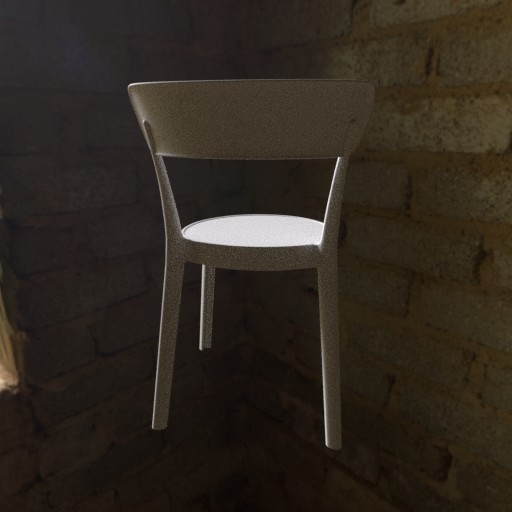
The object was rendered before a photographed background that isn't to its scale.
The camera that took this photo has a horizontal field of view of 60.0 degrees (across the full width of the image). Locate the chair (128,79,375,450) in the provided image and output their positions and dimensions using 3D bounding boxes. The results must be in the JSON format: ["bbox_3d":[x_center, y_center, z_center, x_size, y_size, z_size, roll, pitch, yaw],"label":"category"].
[{"bbox_3d":[0.000,0.000,1.115,0.506,0.790,0.491,3,17,9],"label":"chair"}]
